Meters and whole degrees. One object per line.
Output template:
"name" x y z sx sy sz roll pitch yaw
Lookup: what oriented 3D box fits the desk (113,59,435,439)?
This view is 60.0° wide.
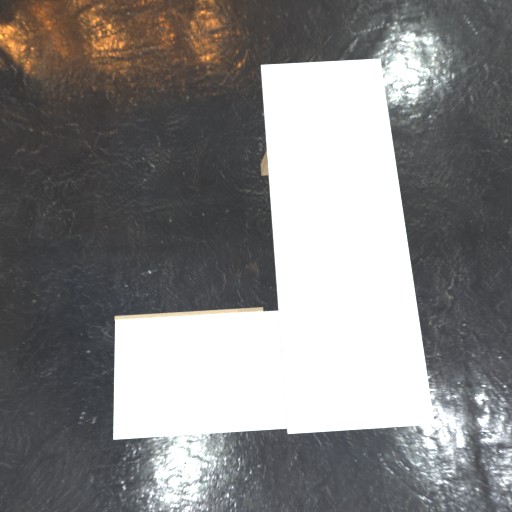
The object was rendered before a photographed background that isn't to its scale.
"desk" 0.000 0.000 1.992 1.098 0.755 1.404 -3 76 -1
